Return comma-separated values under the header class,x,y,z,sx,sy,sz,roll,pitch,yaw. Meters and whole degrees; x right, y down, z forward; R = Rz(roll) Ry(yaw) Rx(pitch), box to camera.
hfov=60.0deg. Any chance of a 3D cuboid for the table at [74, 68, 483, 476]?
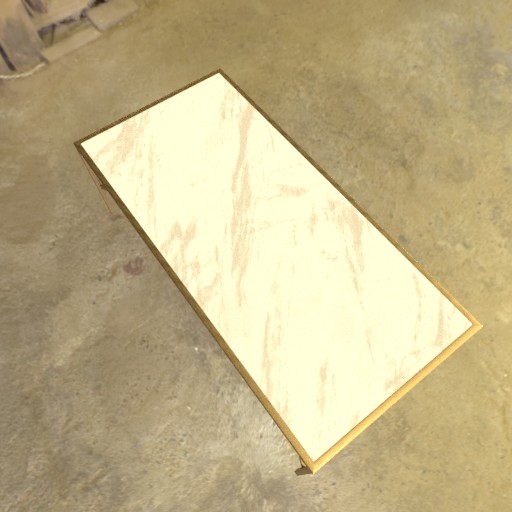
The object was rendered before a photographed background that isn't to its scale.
class,x,y,z,sx,sy,sz,roll,pitch,yaw
table,0.000,0.000,1.467,0.577,0.405,1.197,-34,68,-16
